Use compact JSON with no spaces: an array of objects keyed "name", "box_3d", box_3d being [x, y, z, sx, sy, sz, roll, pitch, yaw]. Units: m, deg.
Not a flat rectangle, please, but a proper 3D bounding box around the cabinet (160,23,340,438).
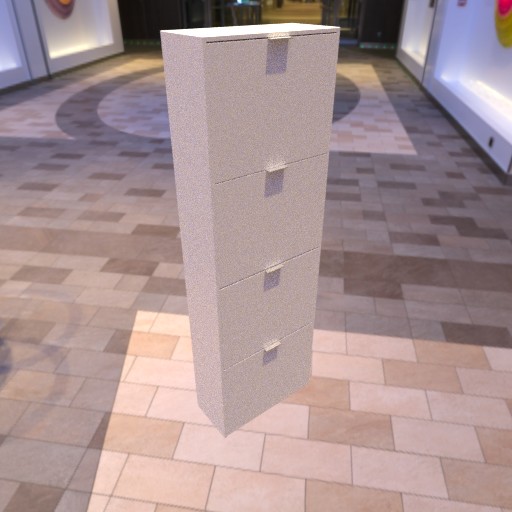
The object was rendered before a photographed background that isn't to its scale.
[{"name":"cabinet","box_3d":[0.000,0.000,1.784,0.520,1.630,0.255,-22,38,-32]}]
